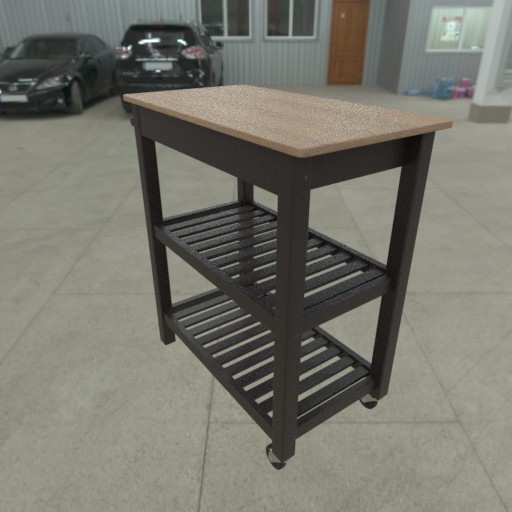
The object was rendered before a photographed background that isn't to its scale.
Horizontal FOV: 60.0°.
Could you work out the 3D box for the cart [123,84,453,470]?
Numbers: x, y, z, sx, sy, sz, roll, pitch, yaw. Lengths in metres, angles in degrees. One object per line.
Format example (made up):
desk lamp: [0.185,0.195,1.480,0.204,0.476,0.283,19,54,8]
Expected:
cart: [0.000,0.000,1.412,0.457,0.927,0.899,-18,33,-31]
